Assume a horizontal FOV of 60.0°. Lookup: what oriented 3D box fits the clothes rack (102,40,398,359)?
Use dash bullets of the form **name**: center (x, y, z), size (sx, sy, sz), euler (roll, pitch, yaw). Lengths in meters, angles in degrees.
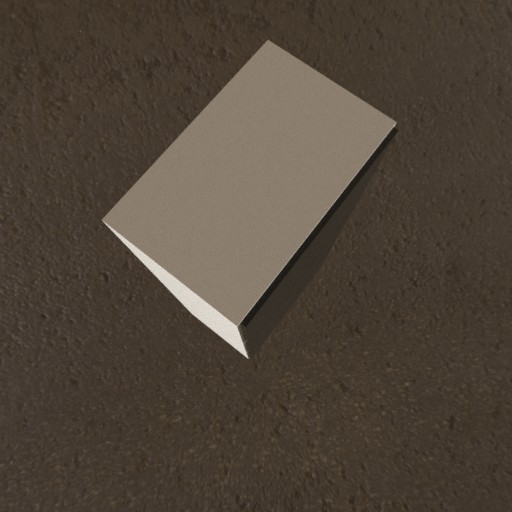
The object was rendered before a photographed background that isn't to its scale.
- **clothes rack**: center (0.000, 0.000, 1.406), size (0.330, 1.187, 0.500), euler (37, 78, 10)
